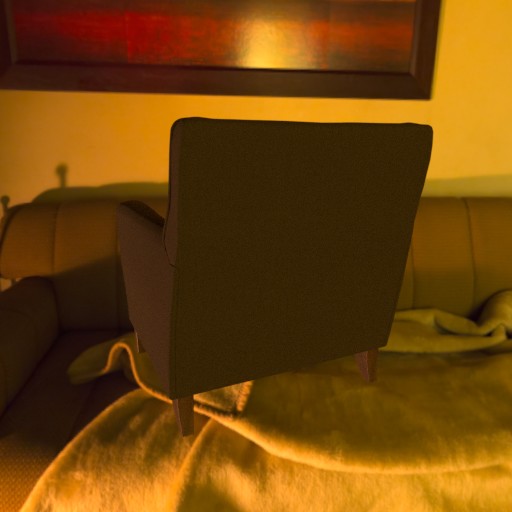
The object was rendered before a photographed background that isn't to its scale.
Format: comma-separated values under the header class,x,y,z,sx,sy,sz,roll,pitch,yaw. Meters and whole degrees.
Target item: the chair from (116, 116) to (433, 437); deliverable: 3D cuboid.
class,x,y,z,sx,sy,sz,roll,pitch,yaw
chair,0.000,0.000,1.601,0.836,0.911,0.831,-7,16,-25
